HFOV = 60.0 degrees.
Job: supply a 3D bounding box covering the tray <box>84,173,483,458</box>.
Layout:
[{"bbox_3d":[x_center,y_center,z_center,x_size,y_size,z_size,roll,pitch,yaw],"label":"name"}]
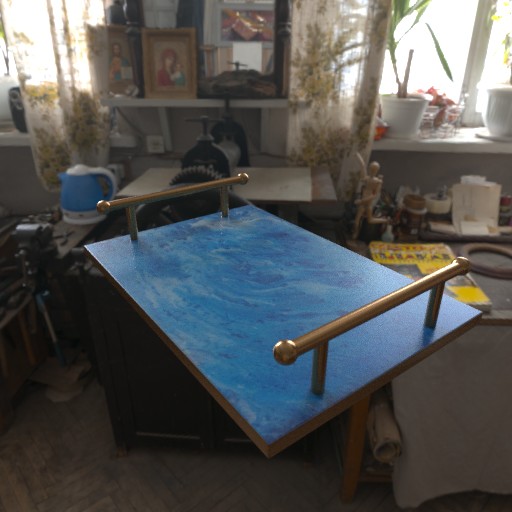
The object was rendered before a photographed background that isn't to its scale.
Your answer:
[{"bbox_3d":[0.000,0.000,0.562,0.304,0.084,0.444,-18,31,-32],"label":"tray"}]
